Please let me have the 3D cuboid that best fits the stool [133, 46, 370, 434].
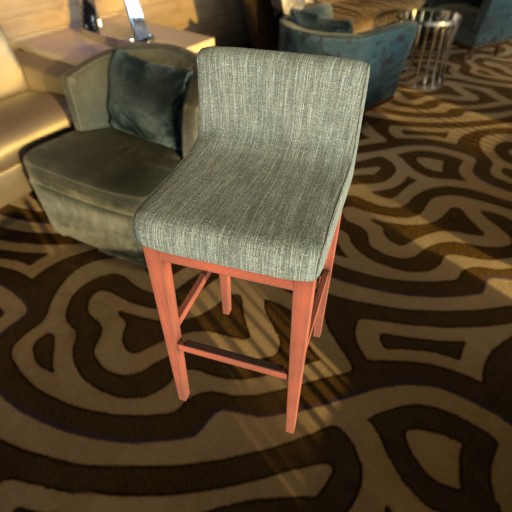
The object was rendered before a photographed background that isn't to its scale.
[{"bbox_3d":[0.000,0.000,1.236,0.426,0.965,0.499,12,42,14],"label":"stool"}]
